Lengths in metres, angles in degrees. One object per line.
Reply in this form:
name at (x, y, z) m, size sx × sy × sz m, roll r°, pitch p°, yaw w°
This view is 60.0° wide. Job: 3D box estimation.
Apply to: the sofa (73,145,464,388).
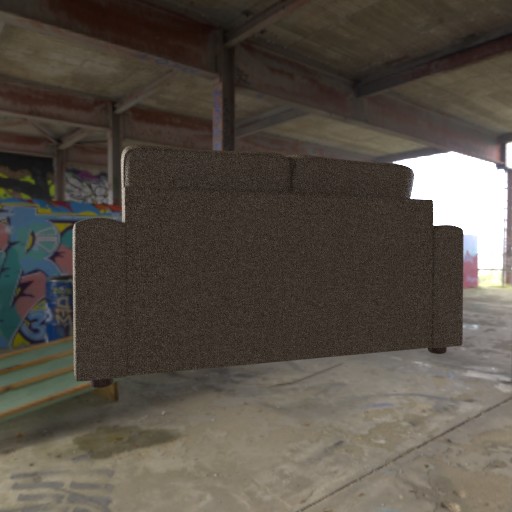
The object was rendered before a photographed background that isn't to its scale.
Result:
sofa at (0.000, 0.000, 2.180) m, size 1.616 × 0.873 × 1.016 m, roll 0°, pitch 1°, yaw -19°
